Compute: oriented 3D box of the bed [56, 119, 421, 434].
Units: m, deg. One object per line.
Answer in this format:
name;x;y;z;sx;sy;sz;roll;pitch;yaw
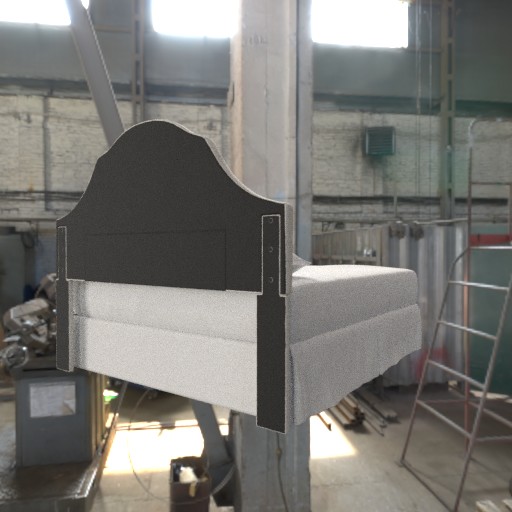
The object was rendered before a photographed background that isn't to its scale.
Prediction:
bed;0.000;0.000;3.504;2.008;1.615;2.214;1;1;36
